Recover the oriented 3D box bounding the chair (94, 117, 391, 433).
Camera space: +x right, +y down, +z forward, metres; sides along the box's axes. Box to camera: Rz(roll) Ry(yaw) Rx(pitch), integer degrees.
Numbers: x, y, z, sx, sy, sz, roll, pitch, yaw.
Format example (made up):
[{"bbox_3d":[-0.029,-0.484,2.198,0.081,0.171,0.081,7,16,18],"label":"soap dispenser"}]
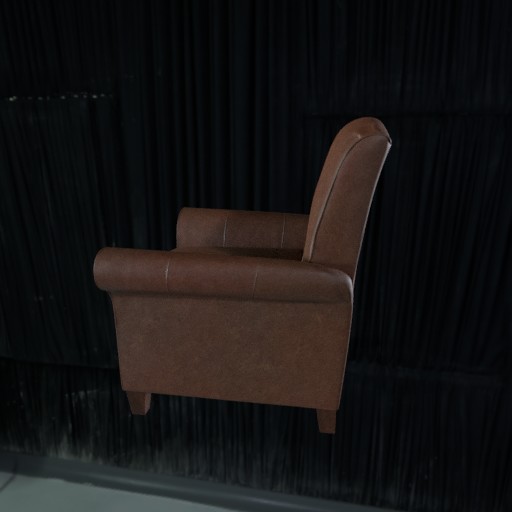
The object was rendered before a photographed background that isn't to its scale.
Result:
[{"bbox_3d":[0.000,0.000,1.786,0.902,1.061,0.978,2,15,8],"label":"chair"}]
